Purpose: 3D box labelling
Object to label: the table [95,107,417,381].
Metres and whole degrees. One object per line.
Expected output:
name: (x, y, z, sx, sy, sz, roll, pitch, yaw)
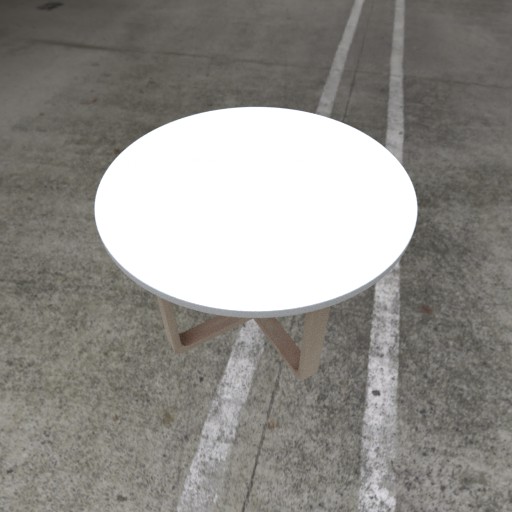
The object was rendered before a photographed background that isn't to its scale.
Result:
table: (0.000, 0.000, 0.993, 0.600, 0.400, 0.600, 0, 46, 0)
